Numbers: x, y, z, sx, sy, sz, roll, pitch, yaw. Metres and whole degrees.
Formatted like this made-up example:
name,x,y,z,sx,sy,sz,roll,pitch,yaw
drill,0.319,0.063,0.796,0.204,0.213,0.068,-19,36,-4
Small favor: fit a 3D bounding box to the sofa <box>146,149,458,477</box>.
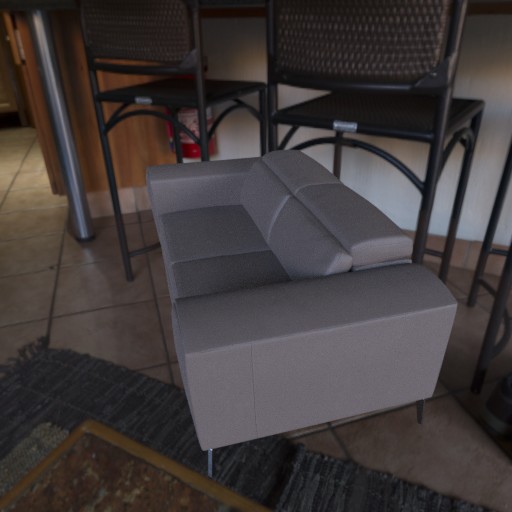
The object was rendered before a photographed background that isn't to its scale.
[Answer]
name,x,y,z,sx,sy,sz,roll,pitch,yaw
sofa,0.000,0.000,2.353,1.003,0.779,1.895,-8,30,-13
